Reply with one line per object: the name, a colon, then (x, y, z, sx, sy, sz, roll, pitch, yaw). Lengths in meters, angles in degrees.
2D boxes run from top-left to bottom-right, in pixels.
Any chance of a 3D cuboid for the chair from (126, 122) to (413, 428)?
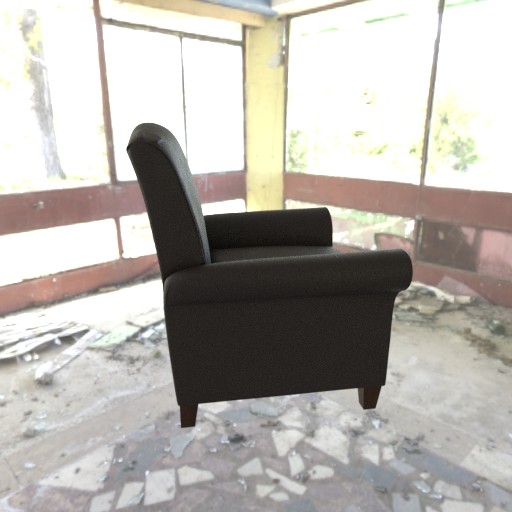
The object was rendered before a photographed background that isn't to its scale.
chair: (0.000, 0.000, 1.839, 0.902, 1.061, 0.978, -3, 16, -9)
